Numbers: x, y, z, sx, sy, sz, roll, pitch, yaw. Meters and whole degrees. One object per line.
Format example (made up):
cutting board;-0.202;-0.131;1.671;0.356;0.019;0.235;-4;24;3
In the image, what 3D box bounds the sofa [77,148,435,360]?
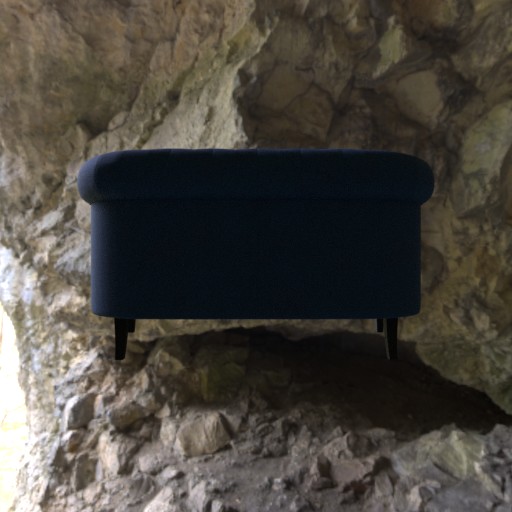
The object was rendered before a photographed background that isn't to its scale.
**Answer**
sofa;0.000;0.000;2.030;1.558;0.827;0.835;0;0;0
